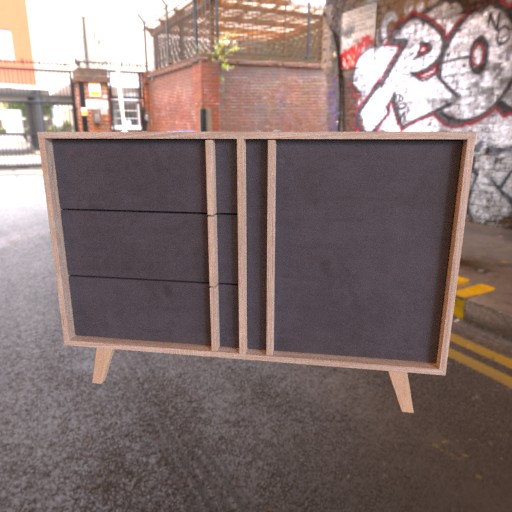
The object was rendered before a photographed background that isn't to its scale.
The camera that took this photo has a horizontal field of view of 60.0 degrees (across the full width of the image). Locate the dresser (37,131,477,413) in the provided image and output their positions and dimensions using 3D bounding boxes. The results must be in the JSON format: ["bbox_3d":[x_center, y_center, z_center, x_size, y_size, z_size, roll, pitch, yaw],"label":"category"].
[{"bbox_3d":[0.000,0.000,1.447,1.110,0.780,0.500,2,16,9],"label":"dresser"}]
